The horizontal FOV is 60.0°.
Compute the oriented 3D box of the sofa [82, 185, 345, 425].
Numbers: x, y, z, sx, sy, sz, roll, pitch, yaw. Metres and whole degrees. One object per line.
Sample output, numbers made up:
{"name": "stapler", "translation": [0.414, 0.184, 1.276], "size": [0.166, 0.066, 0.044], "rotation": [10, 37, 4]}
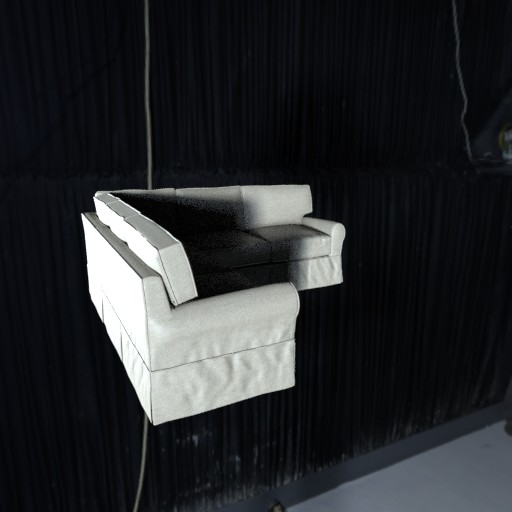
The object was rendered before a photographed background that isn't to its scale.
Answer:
{"name": "sofa", "translation": [0.000, 0.000, 3.993], "size": [2.623, 1.081, 2.618], "rotation": [-7, 16, -27]}
